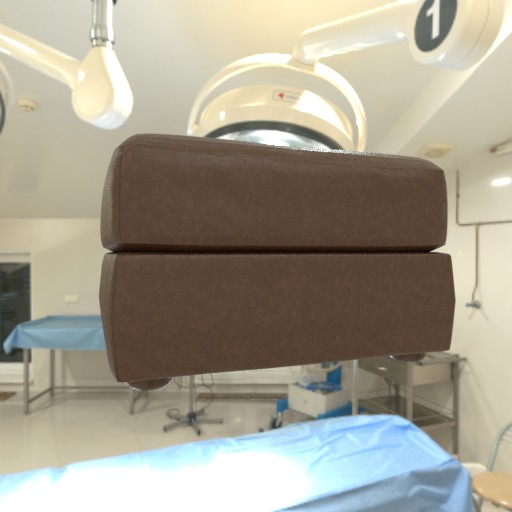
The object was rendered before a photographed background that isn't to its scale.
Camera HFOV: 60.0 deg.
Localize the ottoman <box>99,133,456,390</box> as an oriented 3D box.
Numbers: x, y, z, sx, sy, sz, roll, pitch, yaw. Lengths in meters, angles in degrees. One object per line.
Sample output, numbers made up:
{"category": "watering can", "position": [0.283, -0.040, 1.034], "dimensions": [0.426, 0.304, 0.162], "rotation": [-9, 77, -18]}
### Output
{"category": "ottoman", "position": [0.000, 0.000, 1.124], "dimensions": [0.751, 0.476, 0.603], "rotation": [0, 1, -20]}
